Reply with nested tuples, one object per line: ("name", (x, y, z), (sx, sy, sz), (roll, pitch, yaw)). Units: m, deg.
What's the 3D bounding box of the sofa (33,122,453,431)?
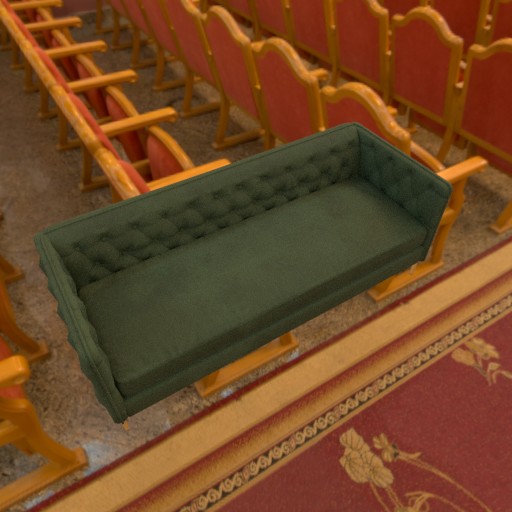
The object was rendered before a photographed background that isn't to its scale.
("sofa", (0.000, 0.000, 2.664), (2.209, 0.771, 0.895), (-24, 51, -21))
